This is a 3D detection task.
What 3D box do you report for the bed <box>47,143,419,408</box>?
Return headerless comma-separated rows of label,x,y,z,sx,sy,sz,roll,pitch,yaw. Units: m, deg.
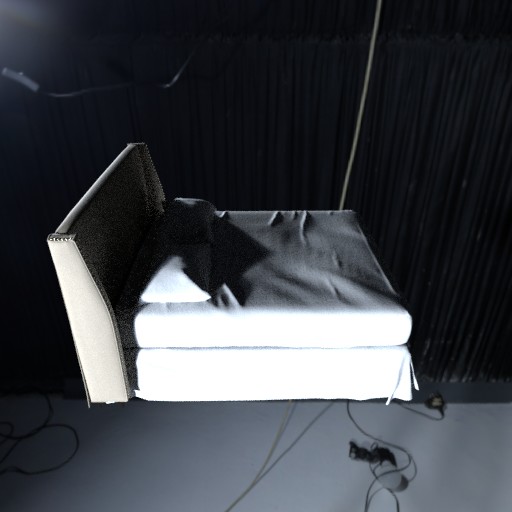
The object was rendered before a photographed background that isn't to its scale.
bed,0.000,0.000,3.502,2.276,1.332,1.925,0,30,-1
